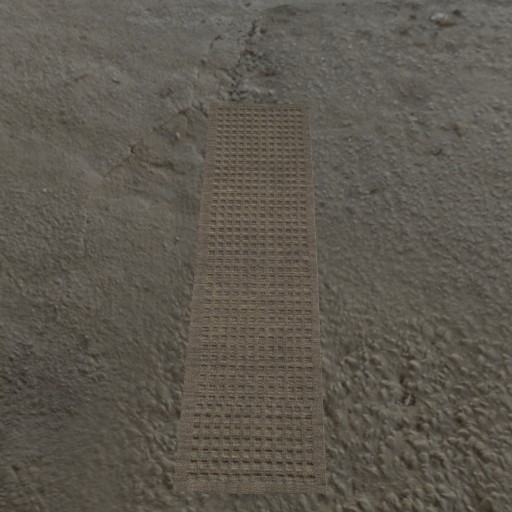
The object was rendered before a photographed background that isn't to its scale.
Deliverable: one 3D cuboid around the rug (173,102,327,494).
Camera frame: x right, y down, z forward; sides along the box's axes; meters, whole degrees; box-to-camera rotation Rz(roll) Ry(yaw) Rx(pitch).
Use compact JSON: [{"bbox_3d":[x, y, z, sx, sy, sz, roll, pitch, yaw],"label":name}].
[{"bbox_3d":[0.000,0.000,2.581,0.706,0.009,2.443,1,62,1],"label":"rug"}]
